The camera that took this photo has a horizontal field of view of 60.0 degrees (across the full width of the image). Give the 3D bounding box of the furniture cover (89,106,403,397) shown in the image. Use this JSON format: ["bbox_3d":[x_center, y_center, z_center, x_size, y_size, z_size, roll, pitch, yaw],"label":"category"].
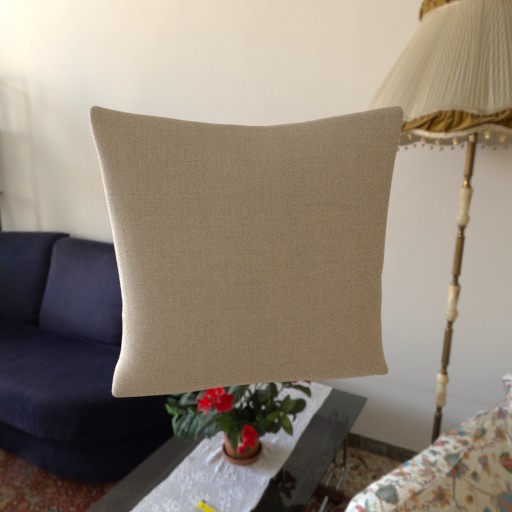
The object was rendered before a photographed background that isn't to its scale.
[{"bbox_3d":[0.000,0.000,0.645,0.435,0.420,0.145,-2,14,-8],"label":"furniture cover"}]
